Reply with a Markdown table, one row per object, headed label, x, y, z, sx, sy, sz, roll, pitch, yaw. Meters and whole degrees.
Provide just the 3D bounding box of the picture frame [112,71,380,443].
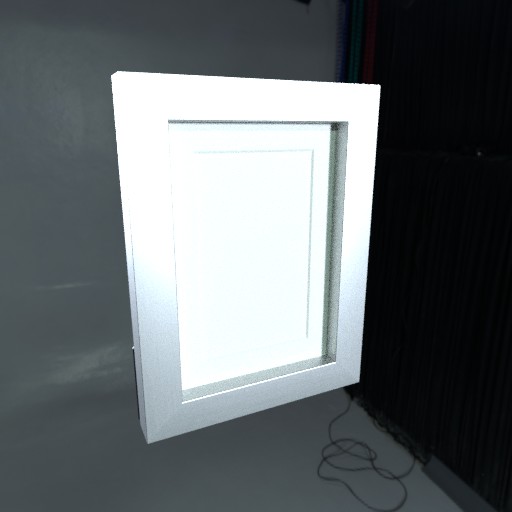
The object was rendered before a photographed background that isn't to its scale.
| label | x | y | z | sx | sy | sz | roll | pitch | yaw |
| --- | --- | --- | --- | --- | --- | --- | --- | --- | --- |
| picture frame | 0.000 | 0.000 | 0.282 | 0.157 | 0.208 | 0.028 | -7 | 17 | -25 |
